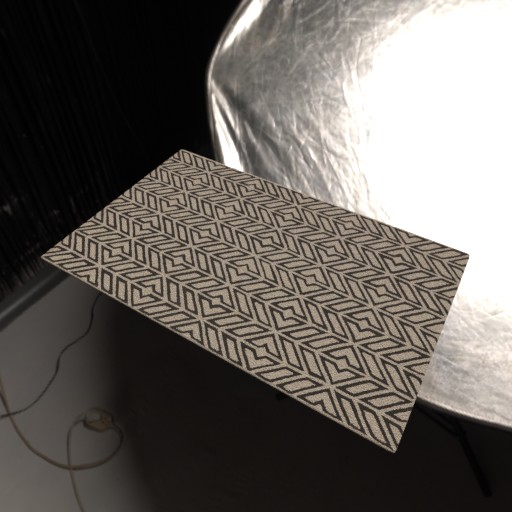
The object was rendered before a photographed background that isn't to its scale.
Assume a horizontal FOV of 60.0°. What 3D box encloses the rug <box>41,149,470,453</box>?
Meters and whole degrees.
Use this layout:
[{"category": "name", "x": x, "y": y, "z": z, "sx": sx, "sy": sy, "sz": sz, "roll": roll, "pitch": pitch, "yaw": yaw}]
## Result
[{"category": "rug", "x": 0.000, "y": 0.000, "z": 2.955, "sx": 2.438, "sy": 0.008, "sz": 1.523, "roll": 24, "pitch": 51, "yaw": 21}]
